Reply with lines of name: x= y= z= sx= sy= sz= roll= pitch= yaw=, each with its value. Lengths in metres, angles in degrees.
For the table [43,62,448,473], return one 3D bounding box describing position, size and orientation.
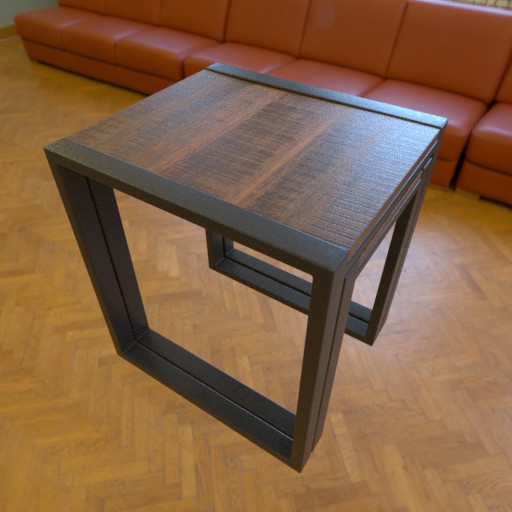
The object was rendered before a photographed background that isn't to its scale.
table: x=0.000 y=0.000 z=0.910 sx=0.500 sy=0.550 sz=0.449 roll=24 pitch=48 yaw=24
